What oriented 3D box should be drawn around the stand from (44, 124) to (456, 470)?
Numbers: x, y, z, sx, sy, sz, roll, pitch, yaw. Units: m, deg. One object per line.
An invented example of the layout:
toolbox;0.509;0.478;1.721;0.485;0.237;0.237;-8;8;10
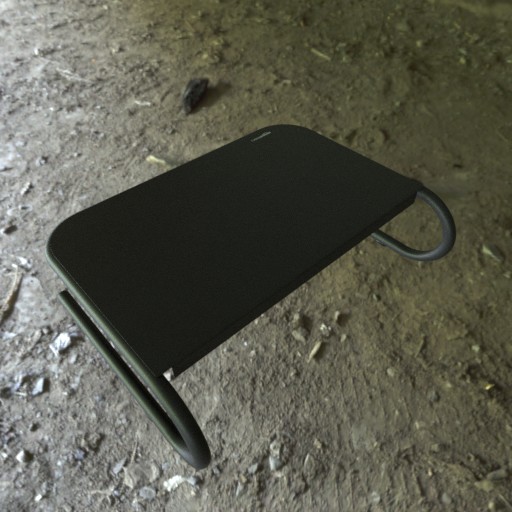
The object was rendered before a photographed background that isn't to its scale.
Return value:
stand;0.000;0.000;0.495;0.370;0.108;0.280;-33;53;-29
